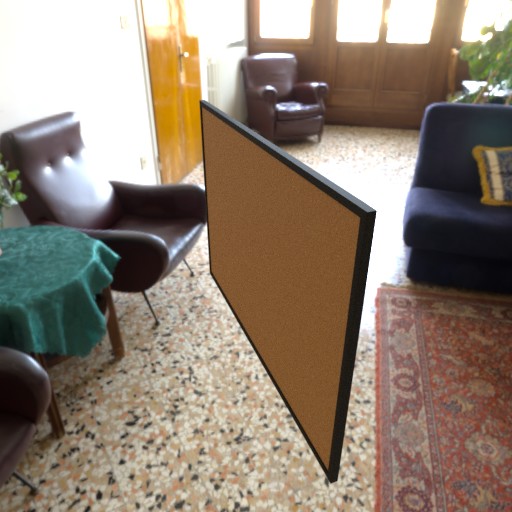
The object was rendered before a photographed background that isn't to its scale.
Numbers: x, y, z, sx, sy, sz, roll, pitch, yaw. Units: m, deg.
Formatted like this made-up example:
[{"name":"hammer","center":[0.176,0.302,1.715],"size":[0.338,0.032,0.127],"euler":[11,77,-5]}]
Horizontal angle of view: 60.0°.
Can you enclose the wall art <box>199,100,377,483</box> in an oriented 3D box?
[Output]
[{"name":"wall art","center":[0.000,0.000,0.845],"size":[0.013,0.458,0.664],"euler":[-11,31,-19]}]
